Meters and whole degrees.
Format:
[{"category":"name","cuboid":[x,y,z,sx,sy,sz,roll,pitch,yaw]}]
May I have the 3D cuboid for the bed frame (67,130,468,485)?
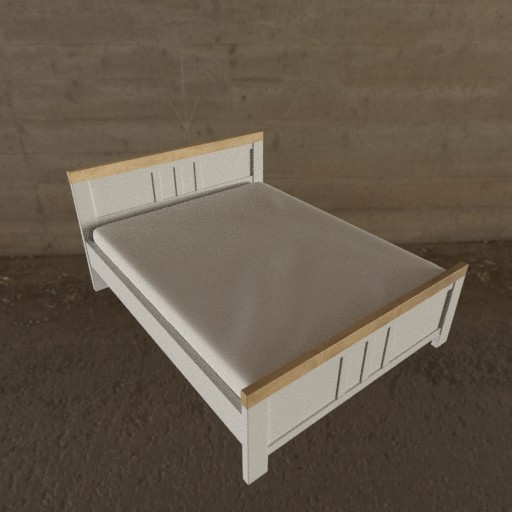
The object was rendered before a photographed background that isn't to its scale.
[{"category":"bed frame","cuboid":[0.000,0.000,3.002,1.670,0.980,2.050,-22,37,-31]}]
